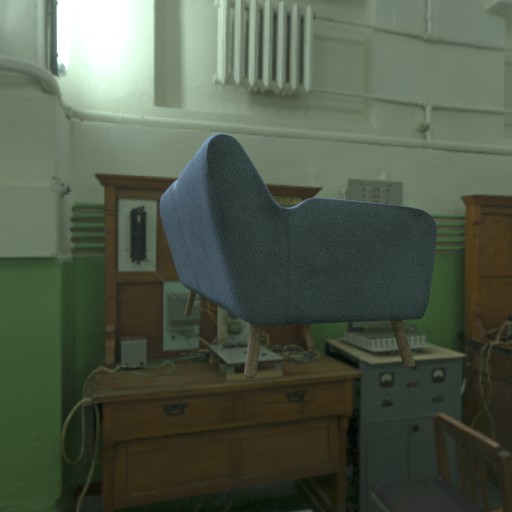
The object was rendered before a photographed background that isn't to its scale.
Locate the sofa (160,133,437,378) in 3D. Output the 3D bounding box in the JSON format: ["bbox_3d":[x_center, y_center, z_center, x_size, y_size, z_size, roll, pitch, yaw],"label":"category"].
[{"bbox_3d":[0.000,0.000,2.294,0.850,0.810,1.870,0,1,-17],"label":"sofa"}]
